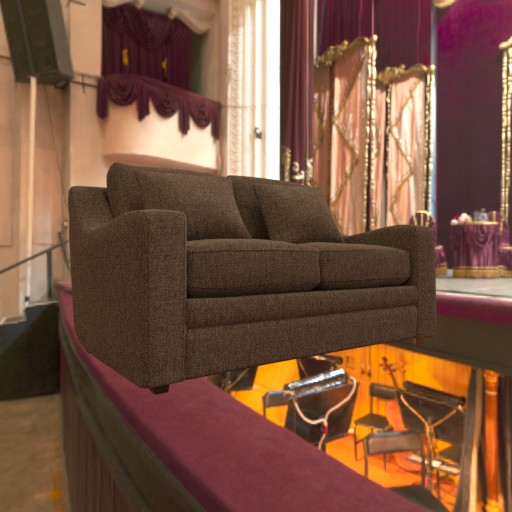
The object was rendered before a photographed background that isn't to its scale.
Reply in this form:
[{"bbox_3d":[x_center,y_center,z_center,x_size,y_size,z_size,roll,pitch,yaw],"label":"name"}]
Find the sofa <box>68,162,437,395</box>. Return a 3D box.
[{"bbox_3d":[0.000,0.000,2.444,1.778,0.991,1.120,0,0,-35],"label":"sofa"}]
